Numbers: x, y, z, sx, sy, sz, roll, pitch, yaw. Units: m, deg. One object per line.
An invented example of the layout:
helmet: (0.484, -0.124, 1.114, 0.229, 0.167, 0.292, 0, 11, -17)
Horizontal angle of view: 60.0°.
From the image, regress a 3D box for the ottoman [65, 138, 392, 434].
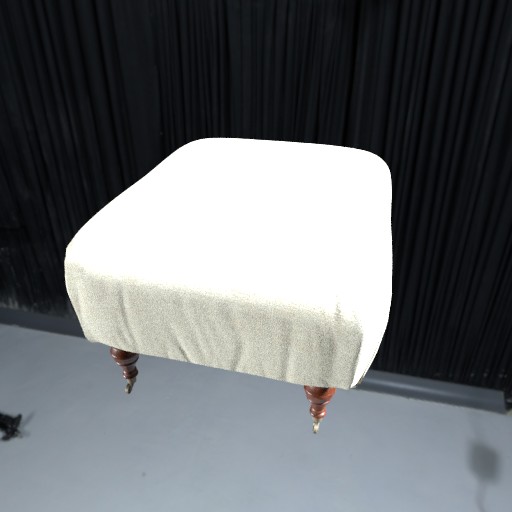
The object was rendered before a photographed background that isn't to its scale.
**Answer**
ottoman: (0.000, 0.000, 1.120, 0.622, 0.450, 0.747, 8, 32, 12)
